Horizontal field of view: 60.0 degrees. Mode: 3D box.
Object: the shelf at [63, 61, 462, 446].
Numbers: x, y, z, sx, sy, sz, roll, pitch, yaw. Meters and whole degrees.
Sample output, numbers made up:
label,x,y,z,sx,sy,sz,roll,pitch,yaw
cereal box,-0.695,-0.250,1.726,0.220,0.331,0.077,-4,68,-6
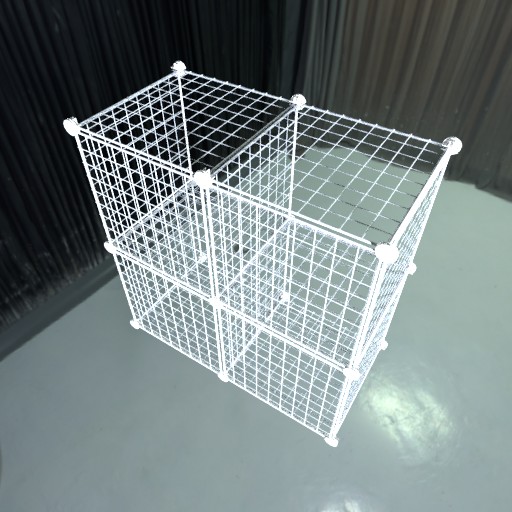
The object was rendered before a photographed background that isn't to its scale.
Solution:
label,x,y,z,sx,sy,sz,roll,pitch,yaw
shelf,0.000,0.000,1.124,0.711,0.711,0.356,24,50,22
